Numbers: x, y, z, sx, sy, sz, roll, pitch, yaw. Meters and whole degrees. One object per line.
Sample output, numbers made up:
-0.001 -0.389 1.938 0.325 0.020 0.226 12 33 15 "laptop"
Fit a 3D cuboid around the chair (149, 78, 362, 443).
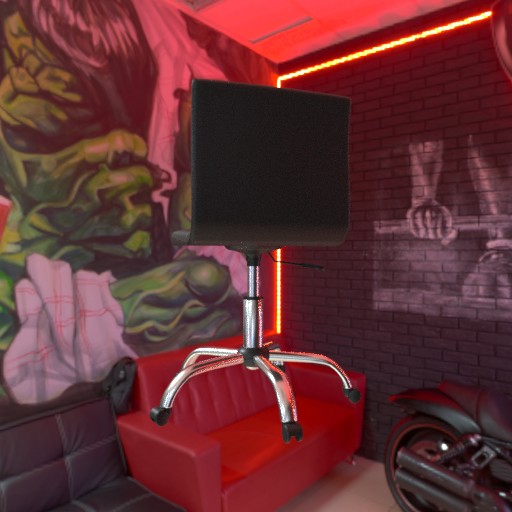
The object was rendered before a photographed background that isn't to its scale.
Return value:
0.000 0.000 1.166 0.556 0.780 0.530 0 0 -18 "chair"
